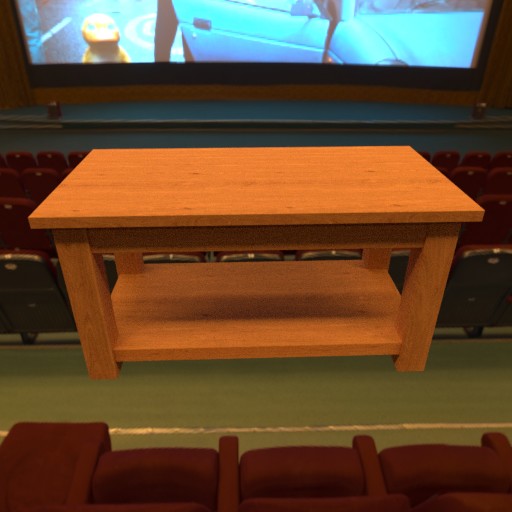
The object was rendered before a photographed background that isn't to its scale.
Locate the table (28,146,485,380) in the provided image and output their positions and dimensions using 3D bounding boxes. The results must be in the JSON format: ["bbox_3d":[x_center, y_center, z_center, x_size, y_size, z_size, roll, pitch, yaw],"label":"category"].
[{"bbox_3d":[0.000,0.000,1.178,0.899,0.452,0.450,-1,30,-2],"label":"table"}]
